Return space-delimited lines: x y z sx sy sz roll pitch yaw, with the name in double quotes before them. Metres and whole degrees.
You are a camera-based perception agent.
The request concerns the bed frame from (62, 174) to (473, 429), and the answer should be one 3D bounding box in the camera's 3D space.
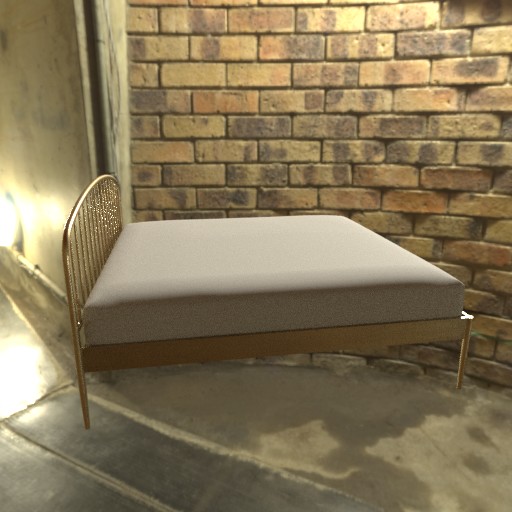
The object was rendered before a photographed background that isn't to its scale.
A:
"bed frame" 0.000 0.000 3.241 2.152 1.174 2.016 -3 17 -9
